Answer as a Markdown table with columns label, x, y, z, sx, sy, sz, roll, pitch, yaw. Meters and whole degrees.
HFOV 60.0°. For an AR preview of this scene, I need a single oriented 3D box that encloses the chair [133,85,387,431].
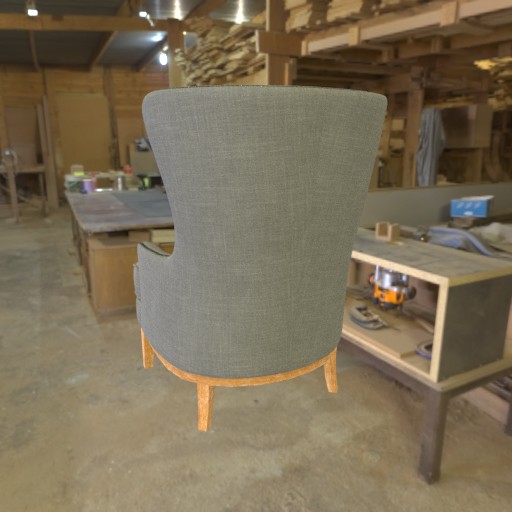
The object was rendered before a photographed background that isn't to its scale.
| label | x | y | z | sx | sy | sz | roll | pitch | yaw |
| --- | --- | --- | --- | --- | --- | --- | --- | --- | --- |
| chair | 0.000 | 0.000 | 1.751 | 0.864 | 1.176 | 0.883 | -7 | 16 | -25 |
